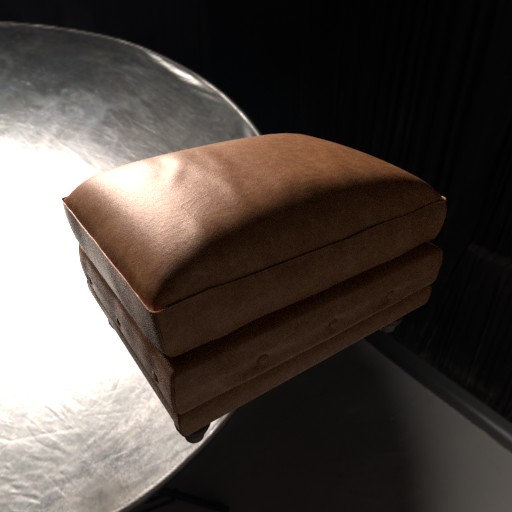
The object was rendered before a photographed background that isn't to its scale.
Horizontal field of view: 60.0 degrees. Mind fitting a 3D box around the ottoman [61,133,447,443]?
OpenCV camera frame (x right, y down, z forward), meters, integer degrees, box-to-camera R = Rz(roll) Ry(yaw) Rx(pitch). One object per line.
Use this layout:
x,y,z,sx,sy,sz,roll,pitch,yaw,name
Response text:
0.000,0.000,1.053,0.710,0.480,0.533,-20,37,-29,ottoman
